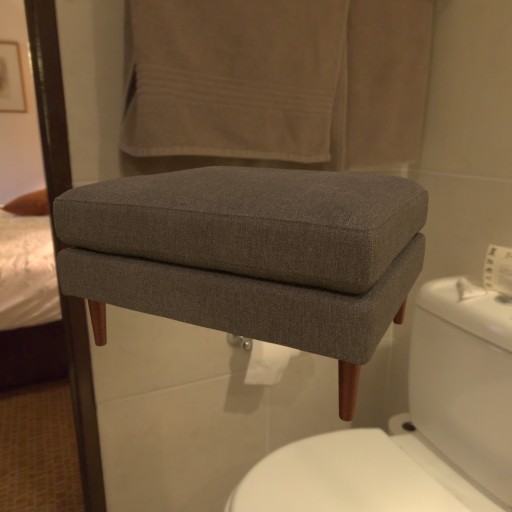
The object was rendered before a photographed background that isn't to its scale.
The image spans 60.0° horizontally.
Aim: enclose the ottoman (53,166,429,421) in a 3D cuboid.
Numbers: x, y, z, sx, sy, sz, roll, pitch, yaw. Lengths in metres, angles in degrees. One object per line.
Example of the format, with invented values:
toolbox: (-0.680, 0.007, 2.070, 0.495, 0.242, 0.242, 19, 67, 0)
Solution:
ottoman: (0.000, 0.000, 1.256, 0.821, 0.474, 0.693, 8, 17, 27)
